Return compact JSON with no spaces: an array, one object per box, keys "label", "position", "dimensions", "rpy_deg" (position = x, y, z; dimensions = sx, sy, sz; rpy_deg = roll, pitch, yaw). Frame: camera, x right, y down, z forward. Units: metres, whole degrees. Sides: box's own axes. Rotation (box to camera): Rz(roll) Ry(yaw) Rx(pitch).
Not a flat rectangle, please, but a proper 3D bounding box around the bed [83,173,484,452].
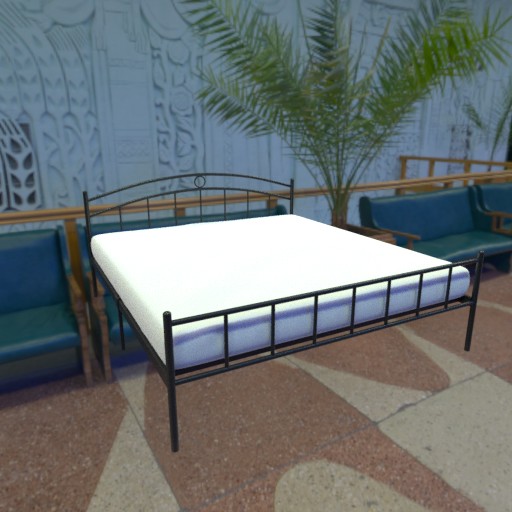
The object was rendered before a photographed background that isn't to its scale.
[{"label":"bed","position":[0.000,0.000,3.008],"dimensions":[1.880,0.940,2.040],"rpy_deg":[-8,18,-27]}]
